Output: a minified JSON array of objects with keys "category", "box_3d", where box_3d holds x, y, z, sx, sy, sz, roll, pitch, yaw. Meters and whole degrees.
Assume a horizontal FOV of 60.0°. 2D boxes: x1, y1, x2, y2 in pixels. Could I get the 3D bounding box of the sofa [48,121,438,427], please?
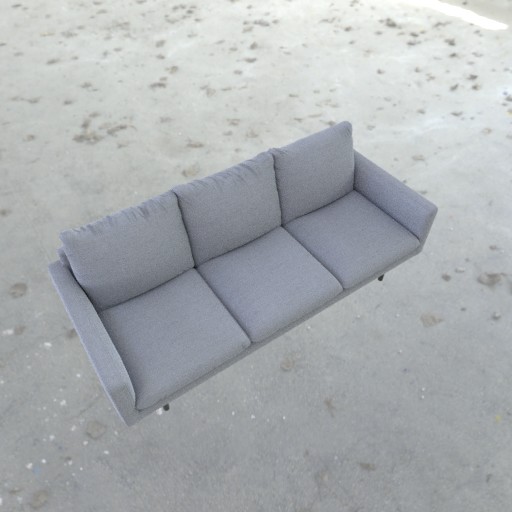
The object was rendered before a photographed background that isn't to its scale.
[{"category":"sofa","box_3d":[0.000,0.000,2.494,2.000,0.830,0.850,-27,53,-22]}]
